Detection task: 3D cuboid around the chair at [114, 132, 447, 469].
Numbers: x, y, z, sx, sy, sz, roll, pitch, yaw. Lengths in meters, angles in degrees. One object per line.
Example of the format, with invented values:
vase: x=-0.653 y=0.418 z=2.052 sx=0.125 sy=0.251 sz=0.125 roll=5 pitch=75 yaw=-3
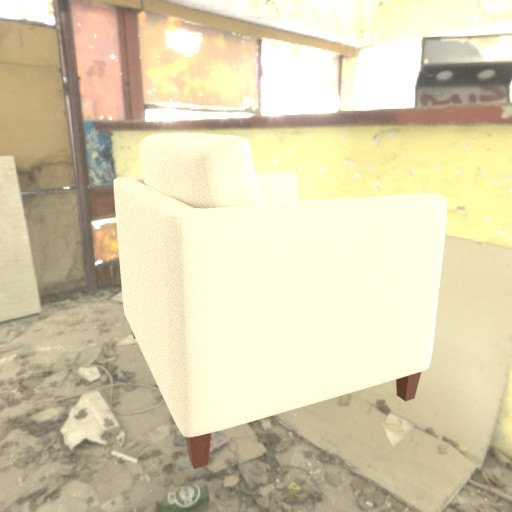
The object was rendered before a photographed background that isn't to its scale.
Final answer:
chair: x=0.000 y=0.000 z=1.650 sx=0.878 sy=0.885 sz=1.019 roll=-7 pitch=17 yaw=-24
